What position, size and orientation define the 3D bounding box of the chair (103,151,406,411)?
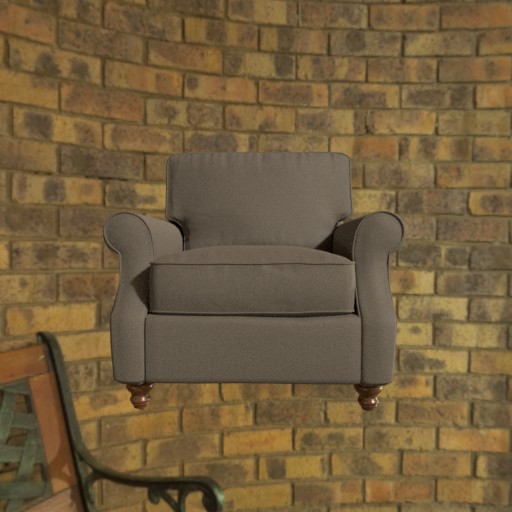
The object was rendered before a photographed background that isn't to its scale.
[{"bbox_3d":[0.000,0.000,1.802,1.029,0.967,0.966,0,1,1],"label":"chair"}]
